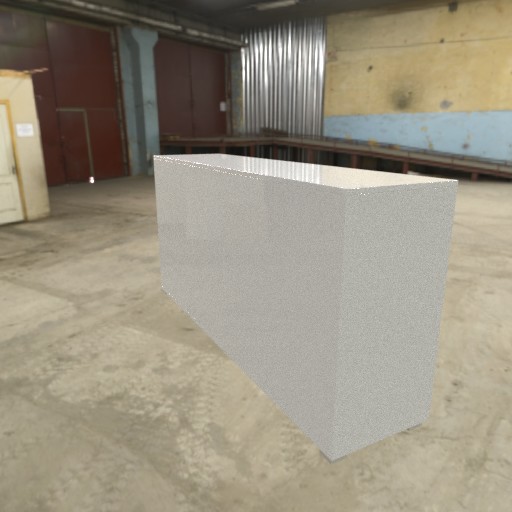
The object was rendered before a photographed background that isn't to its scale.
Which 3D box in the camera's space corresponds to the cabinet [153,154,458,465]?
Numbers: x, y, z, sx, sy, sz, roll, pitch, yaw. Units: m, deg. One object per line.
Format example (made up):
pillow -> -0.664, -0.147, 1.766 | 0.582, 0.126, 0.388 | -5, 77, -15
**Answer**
cabinet -> 0.000, 0.000, 1.960 | 0.400, 0.800, 1.650 | -8, 18, -27
